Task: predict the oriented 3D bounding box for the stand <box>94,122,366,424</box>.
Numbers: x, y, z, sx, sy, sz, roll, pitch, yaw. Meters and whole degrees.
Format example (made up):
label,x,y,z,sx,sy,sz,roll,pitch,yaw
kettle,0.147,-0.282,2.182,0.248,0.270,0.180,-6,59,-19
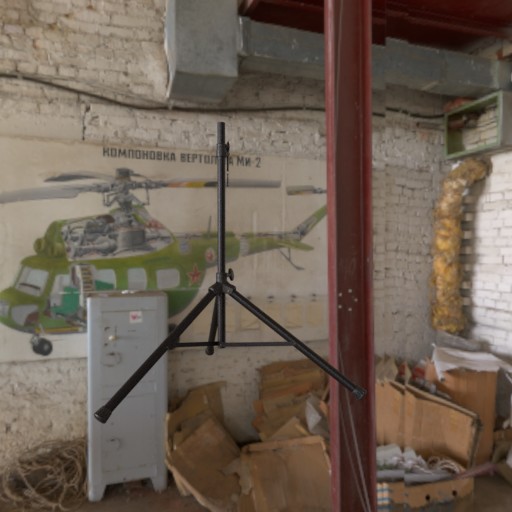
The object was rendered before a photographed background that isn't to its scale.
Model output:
label,x,y,z,sx,sy,sz,roll,pitch,yaw
stand,0.000,0.000,1.863,0.907,1.136,1.045,0,1,17
